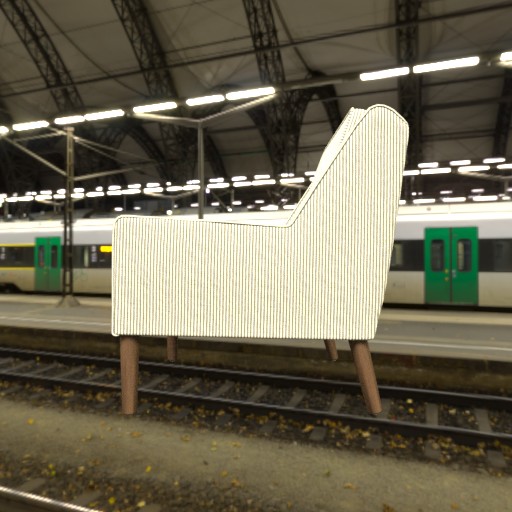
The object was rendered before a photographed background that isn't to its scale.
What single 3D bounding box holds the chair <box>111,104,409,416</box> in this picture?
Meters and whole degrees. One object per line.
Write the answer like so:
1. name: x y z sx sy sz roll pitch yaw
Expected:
1. chair: 0.000 0.000 1.395 0.743 0.792 0.663 0 0 0
